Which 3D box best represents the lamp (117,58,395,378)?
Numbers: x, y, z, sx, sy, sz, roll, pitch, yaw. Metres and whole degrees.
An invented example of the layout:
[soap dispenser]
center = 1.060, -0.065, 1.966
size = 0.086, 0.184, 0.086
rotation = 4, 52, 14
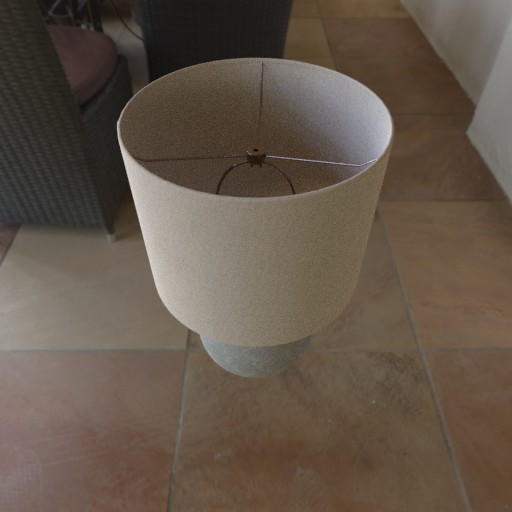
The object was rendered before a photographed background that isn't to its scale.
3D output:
[lamp]
center = 0.000, 0.000, 0.586
size = 0.269, 0.409, 0.269
rotation = 2, 46, 2
